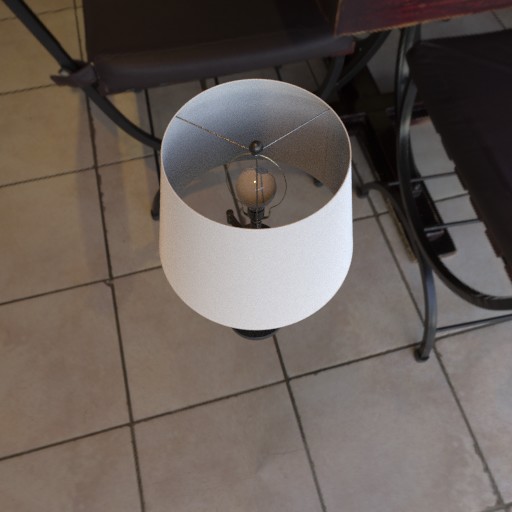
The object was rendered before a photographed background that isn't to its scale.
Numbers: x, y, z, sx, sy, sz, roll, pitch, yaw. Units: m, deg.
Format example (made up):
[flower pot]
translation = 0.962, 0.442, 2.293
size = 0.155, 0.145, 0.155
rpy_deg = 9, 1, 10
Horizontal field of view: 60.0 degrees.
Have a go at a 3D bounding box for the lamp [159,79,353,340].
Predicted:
[lamp]
translation = 0.000, 0.000, 0.910
size = 0.363, 0.696, 0.363
rpy_deg = 0, 64, 0
